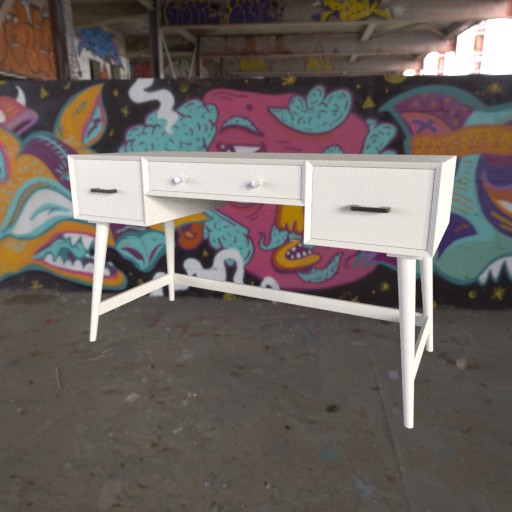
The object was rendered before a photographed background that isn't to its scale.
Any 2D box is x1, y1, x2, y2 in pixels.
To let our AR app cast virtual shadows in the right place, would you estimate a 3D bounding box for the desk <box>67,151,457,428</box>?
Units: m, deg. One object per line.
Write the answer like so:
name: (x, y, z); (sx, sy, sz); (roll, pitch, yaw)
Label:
desk: (0.000, 0.000, 1.718); (1.313, 0.762, 0.589); (7, 16, 26)
